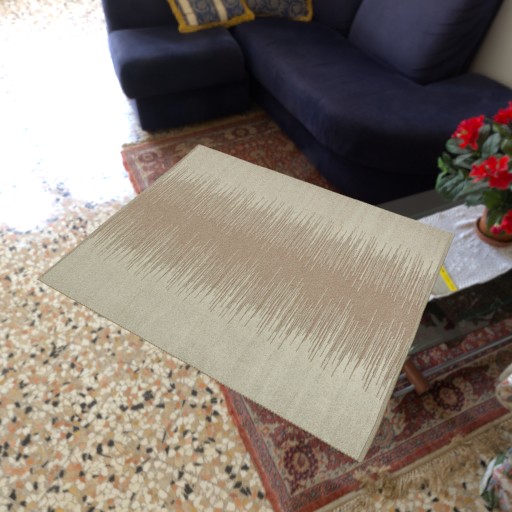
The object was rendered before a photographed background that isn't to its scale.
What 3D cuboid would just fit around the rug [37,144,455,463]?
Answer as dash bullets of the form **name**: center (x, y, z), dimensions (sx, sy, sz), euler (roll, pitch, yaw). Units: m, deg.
- **rug**: center (0.000, 0.000, 4.080), dimensions (3.048, 0.013, 2.438), euler (23, 51, 20)
